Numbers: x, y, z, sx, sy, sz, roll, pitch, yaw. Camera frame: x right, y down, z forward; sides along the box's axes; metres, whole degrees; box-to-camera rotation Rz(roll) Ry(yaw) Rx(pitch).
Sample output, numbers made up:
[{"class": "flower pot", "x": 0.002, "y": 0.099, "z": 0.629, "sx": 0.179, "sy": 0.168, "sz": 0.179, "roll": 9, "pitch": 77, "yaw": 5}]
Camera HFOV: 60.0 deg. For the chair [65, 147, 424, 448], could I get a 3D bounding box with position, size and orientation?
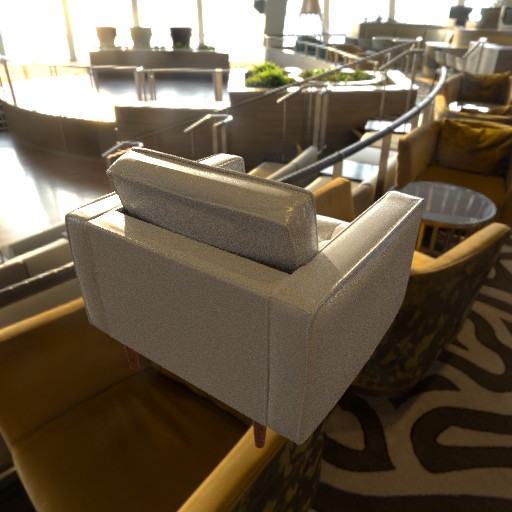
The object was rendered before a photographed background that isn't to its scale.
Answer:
[{"class": "chair", "x": 0.000, "y": 0.000, "z": 1.540, "sx": 0.928, "sy": 0.773, "sz": 0.843, "roll": 20, "pitch": 35, "yaw": 30}]
